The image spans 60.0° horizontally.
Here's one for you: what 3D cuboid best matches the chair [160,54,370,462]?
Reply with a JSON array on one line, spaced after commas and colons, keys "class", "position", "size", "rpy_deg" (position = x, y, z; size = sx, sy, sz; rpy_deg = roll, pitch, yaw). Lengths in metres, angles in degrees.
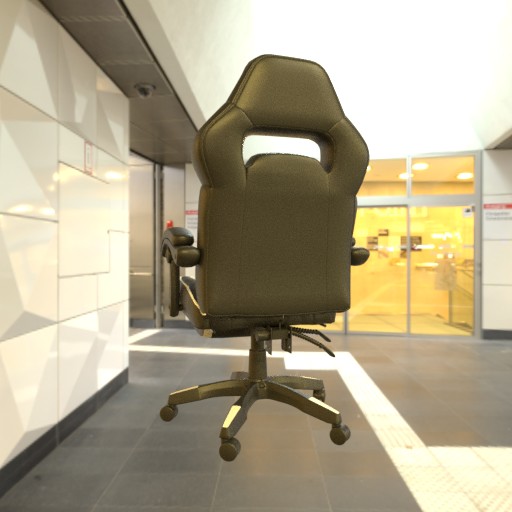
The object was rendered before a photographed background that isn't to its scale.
[{"class": "chair", "position": [0.000, 0.000, 1.626], "size": [0.676, 1.200, 0.700], "rpy_deg": [0, 0, -18]}]
